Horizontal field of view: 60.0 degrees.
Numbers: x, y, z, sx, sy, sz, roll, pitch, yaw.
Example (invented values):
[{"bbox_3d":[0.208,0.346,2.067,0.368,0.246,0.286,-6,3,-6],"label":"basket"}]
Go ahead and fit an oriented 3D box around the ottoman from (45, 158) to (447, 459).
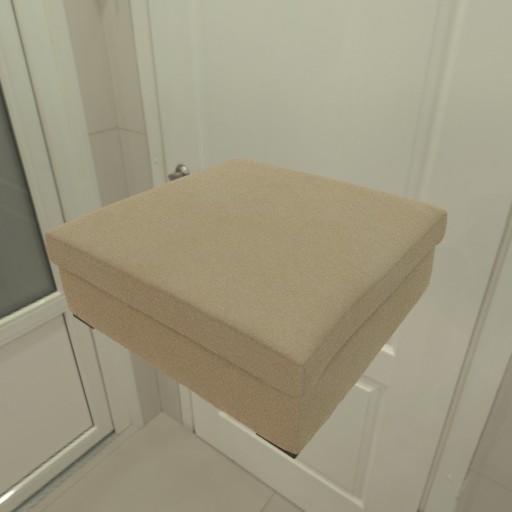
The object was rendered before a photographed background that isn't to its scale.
[{"bbox_3d":[0.000,0.000,1.875,1.205,0.522,1.190,21,36,32],"label":"ottoman"}]
